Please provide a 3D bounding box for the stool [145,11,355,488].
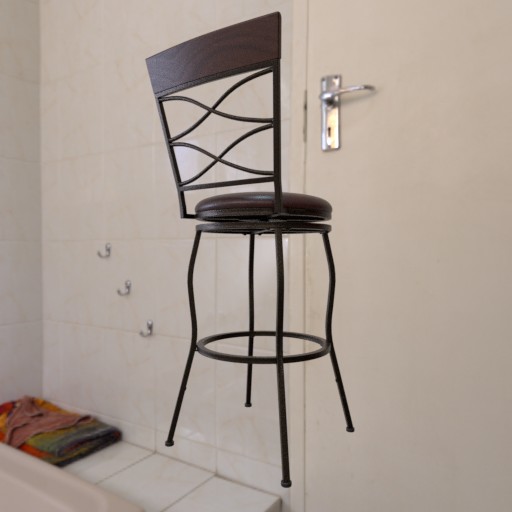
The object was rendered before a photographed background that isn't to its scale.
[{"bbox_3d":[0.000,0.000,1.340,0.448,1.130,0.513,0,1,35],"label":"stool"}]
